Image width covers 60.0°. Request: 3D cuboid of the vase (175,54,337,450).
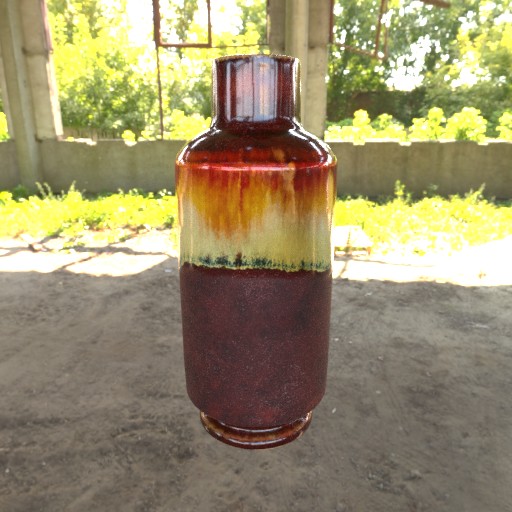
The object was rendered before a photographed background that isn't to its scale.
[{"bbox_3d":[0.000,0.000,0.321,0.111,0.261,0.111,0,16,0],"label":"vase"}]
